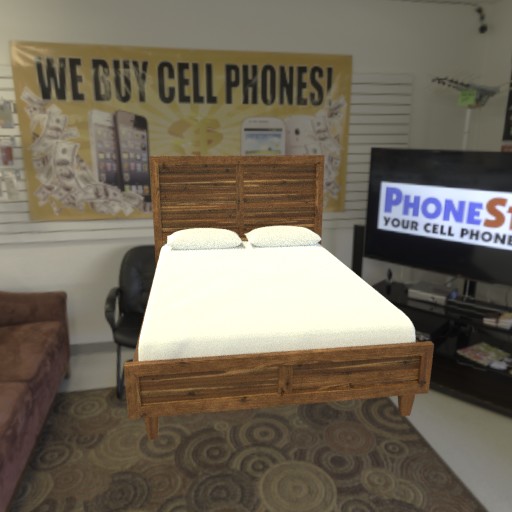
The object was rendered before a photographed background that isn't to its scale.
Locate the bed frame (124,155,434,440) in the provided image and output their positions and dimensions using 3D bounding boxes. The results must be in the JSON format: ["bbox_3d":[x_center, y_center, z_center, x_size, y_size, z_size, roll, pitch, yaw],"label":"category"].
[{"bbox_3d":[0.000,0.000,3.403,1.696,1.417,2.276,-2,15,-8],"label":"bed frame"}]
